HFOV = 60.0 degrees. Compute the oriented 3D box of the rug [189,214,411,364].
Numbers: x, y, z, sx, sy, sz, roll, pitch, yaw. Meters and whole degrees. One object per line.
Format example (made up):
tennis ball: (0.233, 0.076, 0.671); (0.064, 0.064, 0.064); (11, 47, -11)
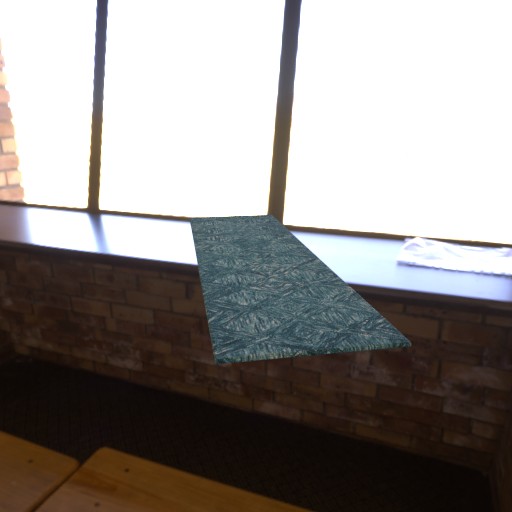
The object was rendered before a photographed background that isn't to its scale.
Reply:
rug: (0.000, 0.000, 2.542); (0.676, 0.016, 2.286); (-3, 17, -10)
